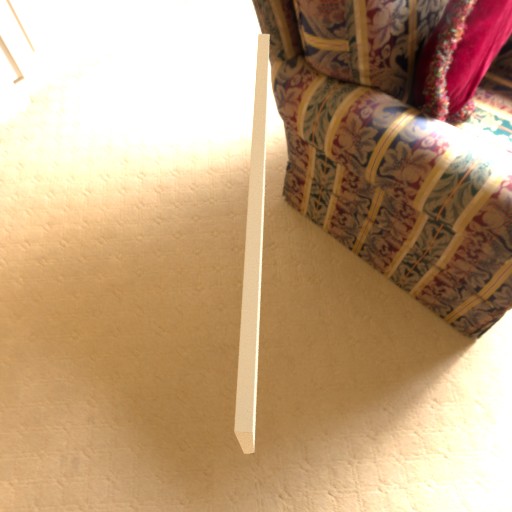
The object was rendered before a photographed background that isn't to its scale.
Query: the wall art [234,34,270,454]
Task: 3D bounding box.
[{"bbox_3d":[0.000,0.000,1.446,0.038,0.767,1.144,2,63,1],"label":"wall art"}]
